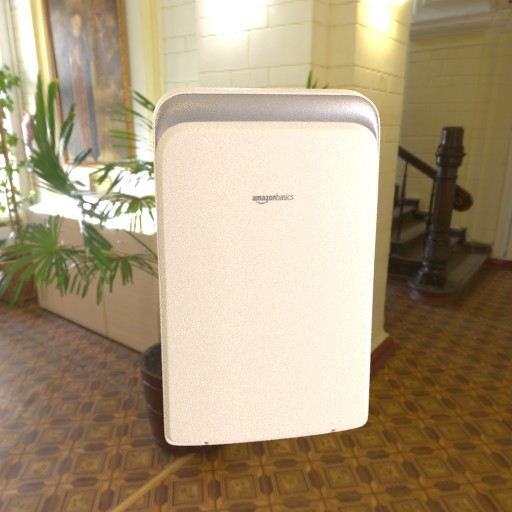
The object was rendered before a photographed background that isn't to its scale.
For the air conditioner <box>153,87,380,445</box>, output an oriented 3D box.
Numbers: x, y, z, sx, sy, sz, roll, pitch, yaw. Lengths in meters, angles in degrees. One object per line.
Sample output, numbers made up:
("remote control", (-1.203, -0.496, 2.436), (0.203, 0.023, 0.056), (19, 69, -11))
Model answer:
("air conditioner", (0.000, 0.000, 1.070), (0.478, 0.765, 0.467), (-2, 16, -8))
